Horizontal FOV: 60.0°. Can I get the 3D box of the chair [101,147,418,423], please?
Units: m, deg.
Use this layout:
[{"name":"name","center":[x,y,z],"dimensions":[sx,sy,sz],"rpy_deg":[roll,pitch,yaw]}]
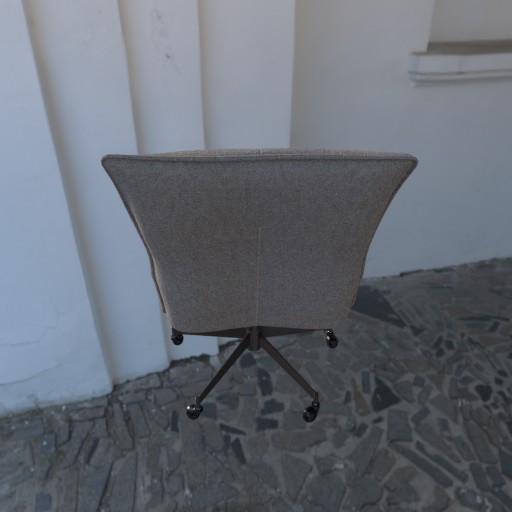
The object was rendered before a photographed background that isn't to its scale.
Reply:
[{"name":"chair","center":[0.000,0.000,1.307],"dimensions":[0.597,0.811,0.696],"rpy_deg":[-1,29,-2]}]
